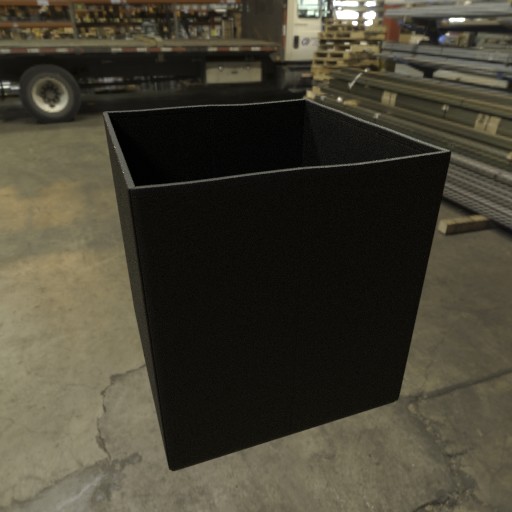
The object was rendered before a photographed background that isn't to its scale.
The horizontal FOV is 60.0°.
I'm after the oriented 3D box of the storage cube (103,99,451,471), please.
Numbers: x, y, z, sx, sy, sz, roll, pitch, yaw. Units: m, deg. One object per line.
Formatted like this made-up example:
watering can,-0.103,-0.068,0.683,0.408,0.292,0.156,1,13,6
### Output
storage cube,0.000,0.000,0.491,0.270,0.280,0.270,-10,30,-18
